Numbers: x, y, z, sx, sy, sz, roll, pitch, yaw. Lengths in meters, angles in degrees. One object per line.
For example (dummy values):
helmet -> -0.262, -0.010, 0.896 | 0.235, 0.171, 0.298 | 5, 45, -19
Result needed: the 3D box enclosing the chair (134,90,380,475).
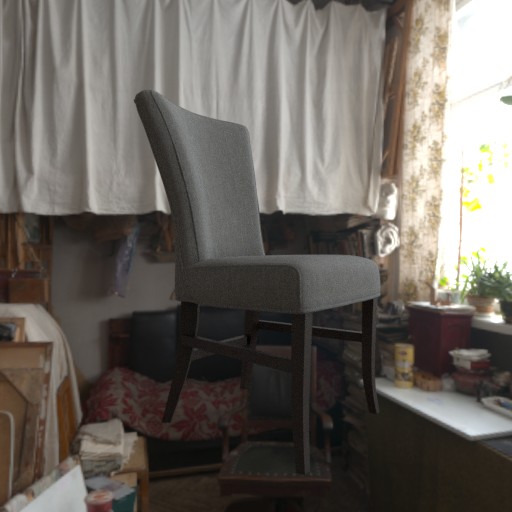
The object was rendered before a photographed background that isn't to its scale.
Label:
chair -> 0.000, 0.000, 1.378 | 0.660, 0.991, 0.520 | 0, 1, 35
